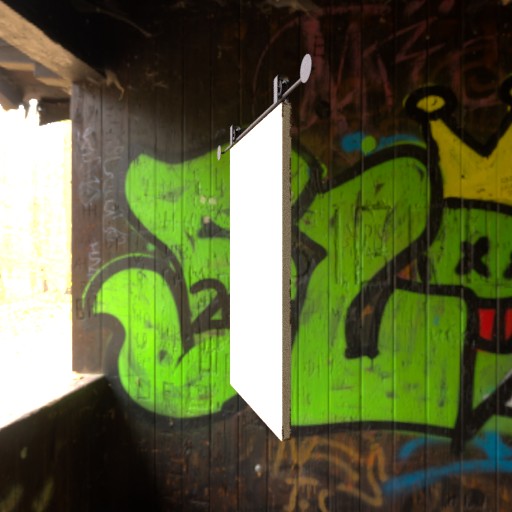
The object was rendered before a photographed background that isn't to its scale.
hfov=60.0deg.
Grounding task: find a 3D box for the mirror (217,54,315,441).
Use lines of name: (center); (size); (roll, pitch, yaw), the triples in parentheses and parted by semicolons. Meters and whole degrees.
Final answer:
mirror: (0.000, 0.000, 1.234); (0.037, 0.844, 0.808); (0, 0, -18)
